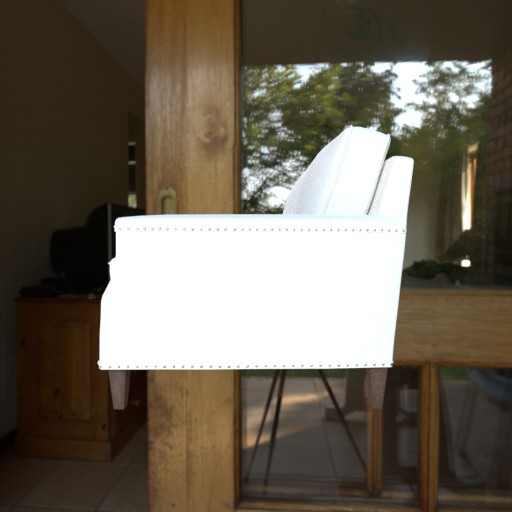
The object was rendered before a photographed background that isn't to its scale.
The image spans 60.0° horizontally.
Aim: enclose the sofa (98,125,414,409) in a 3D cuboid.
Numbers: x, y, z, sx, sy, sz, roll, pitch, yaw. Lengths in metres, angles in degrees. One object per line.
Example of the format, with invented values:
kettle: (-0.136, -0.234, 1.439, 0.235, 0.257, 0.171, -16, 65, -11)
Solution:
sofa: (0.000, 0.000, 2.247, 1.084, 1.003, 1.597, 0, 2, 0)
